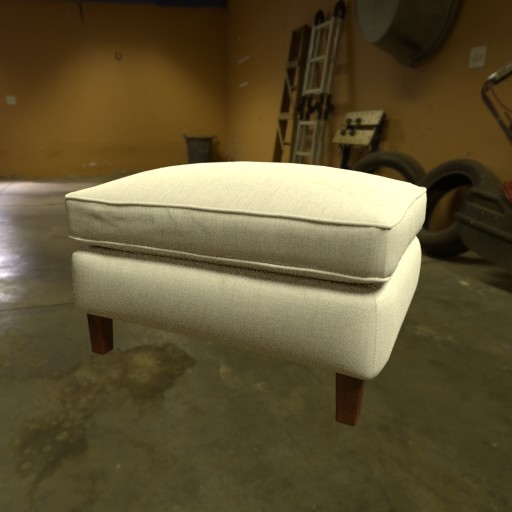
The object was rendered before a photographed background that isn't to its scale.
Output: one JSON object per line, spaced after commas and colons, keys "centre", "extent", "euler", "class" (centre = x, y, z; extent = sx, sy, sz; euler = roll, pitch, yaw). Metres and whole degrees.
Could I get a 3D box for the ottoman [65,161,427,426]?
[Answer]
{"centre": [0.000, 0.000, 0.987], "extent": [0.665, 0.406, 0.501], "euler": [8, 18, 25], "class": "ottoman"}
